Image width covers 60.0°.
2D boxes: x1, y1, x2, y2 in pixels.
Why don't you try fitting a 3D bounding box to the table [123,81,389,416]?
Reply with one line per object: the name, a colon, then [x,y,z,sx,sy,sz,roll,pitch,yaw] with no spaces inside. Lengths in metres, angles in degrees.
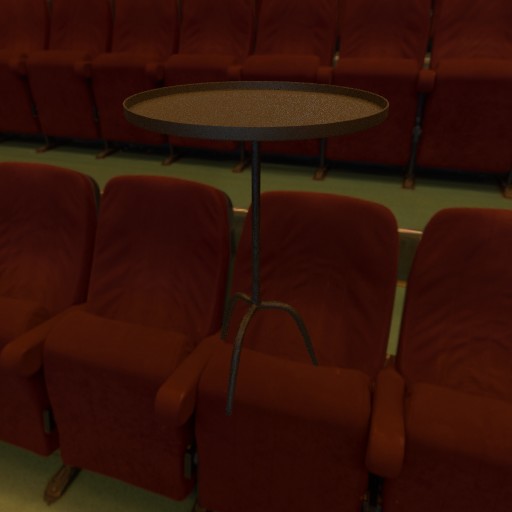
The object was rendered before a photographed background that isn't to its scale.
table: [0.000,0.000,1.031,0.502,0.700,0.502,9,30,15]
